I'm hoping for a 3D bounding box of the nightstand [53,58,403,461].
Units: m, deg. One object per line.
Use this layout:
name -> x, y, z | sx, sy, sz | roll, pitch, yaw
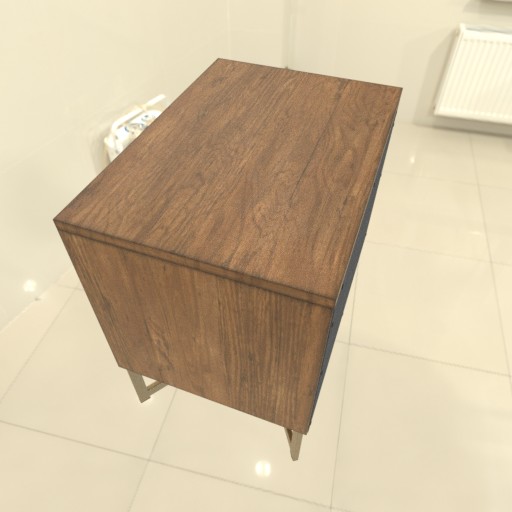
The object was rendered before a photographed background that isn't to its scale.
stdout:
nightstand -> 0.000, 0.000, 1.028 | 0.446, 0.610, 0.610 | 15, 49, 14
